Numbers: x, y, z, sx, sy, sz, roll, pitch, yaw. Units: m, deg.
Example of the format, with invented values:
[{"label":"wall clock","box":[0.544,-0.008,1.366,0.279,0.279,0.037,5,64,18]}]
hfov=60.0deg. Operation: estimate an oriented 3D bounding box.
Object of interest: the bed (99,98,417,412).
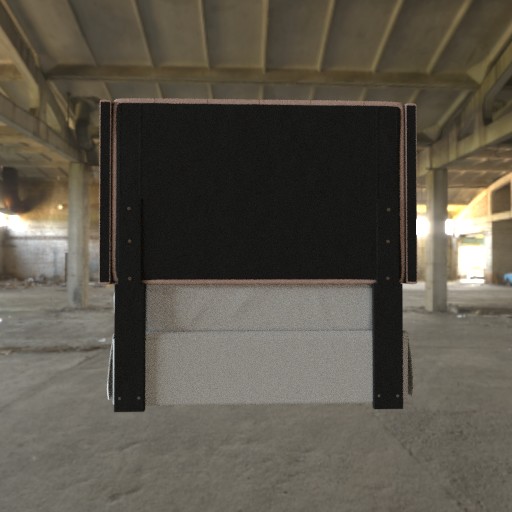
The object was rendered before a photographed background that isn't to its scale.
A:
[{"label":"bed","box":[0.000,0.000,3.384,1.719,1.665,2.066,0,-1,-2]}]
